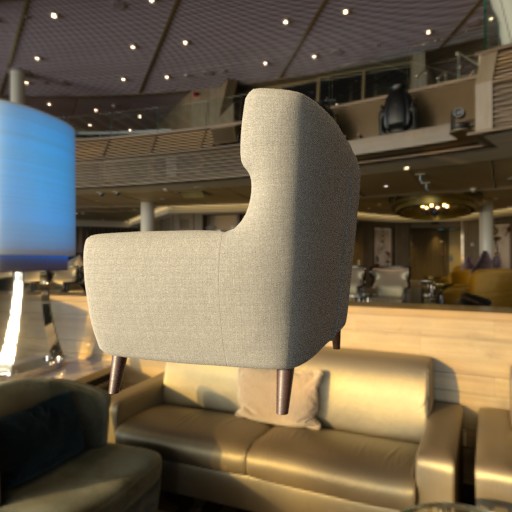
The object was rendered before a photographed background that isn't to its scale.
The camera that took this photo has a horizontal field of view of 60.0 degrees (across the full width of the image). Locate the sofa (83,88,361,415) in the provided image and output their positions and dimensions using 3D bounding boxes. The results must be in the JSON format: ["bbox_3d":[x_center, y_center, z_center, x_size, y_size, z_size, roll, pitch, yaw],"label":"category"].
[{"bbox_3d":[0.000,0.000,2.048,0.884,1.028,1.386,0,0,20],"label":"sofa"}]
